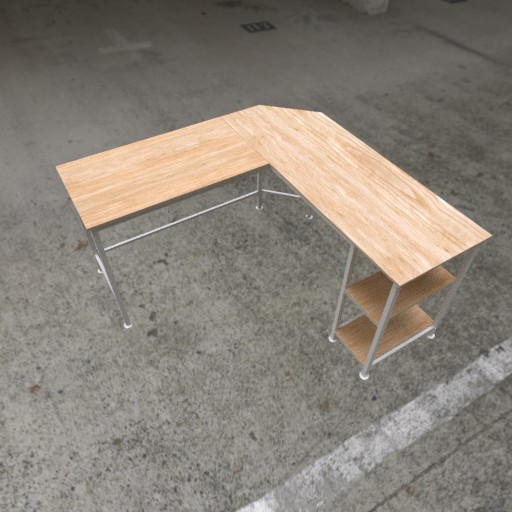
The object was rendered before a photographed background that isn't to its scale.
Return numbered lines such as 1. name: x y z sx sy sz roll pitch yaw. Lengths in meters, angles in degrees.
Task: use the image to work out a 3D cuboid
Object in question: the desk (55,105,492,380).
1. desk: 0.000 0.000 2.203 1.379 0.739 1.379 -24 51 -21
